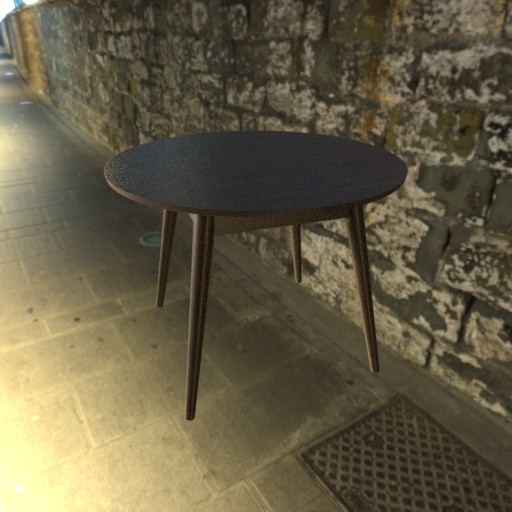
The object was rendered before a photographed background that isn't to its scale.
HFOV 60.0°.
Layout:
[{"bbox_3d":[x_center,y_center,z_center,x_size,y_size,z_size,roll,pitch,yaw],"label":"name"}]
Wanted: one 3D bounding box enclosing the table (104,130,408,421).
[{"bbox_3d":[0.000,0.000,1.783,1.053,0.786,1.053,0,27,0],"label":"table"}]
